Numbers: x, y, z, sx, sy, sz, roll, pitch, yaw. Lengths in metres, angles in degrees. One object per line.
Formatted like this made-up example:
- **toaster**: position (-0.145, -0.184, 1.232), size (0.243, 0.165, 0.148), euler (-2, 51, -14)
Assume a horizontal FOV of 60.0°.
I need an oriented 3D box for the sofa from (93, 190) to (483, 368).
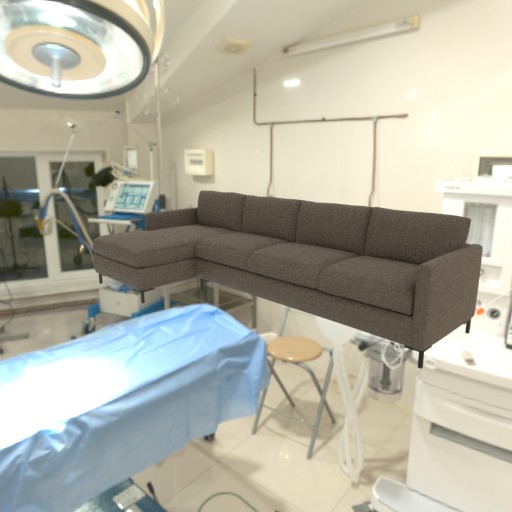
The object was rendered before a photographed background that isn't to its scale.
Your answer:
- **sofa**: position (0.000, 0.000, 3.232), size (1.258, 0.754, 2.731), euler (-13, 19, -43)
